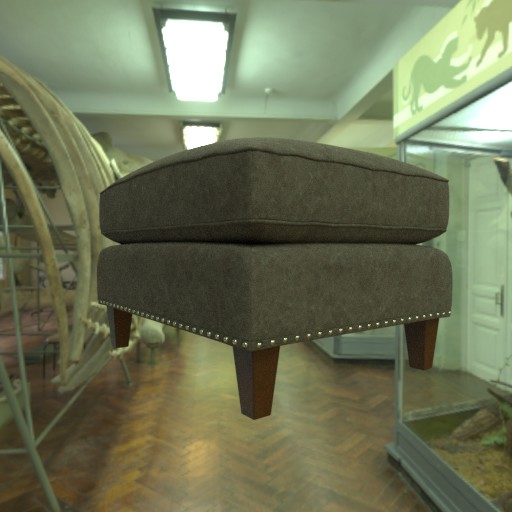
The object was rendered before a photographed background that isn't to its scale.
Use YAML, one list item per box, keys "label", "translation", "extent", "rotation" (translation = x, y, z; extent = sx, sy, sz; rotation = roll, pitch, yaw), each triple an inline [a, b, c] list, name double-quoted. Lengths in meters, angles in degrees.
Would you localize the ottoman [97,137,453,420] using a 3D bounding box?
- label: "ottoman"
  translation: [0.000, 0.000, 1.130]
  extent: [0.584, 0.513, 0.741]
  rotation: [-1, 1, -37]
